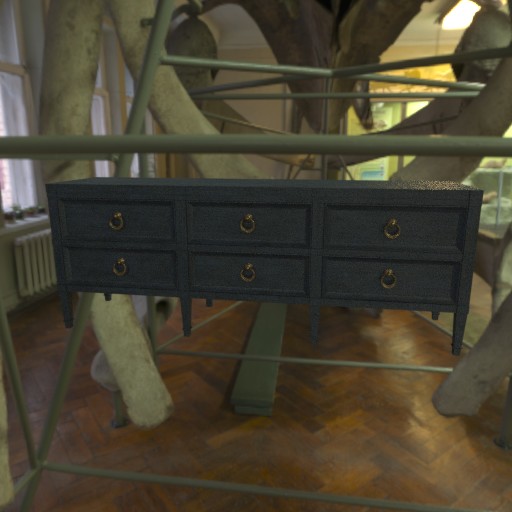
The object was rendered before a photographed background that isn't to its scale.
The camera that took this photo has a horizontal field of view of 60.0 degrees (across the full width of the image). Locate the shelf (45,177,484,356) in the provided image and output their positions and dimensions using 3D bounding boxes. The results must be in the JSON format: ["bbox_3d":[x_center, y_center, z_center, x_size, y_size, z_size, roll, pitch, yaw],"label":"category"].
[{"bbox_3d":[0.000,0.000,2.182,1.878,0.715,0.471,2,14,9],"label":"shelf"}]
